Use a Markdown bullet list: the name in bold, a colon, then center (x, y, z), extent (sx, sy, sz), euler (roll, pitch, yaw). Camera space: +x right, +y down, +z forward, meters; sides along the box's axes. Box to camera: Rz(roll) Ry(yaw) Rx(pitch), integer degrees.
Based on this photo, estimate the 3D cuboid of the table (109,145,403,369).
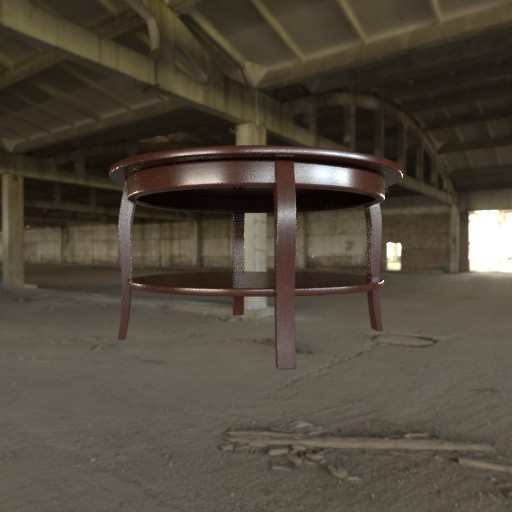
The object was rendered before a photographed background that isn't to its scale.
- **table**: center (0.000, 0.000, 1.452), extent (0.911, 0.512, 0.911), euler (0, 1, 0)
